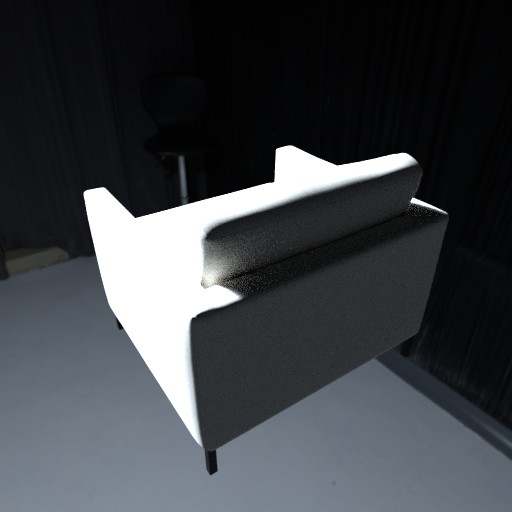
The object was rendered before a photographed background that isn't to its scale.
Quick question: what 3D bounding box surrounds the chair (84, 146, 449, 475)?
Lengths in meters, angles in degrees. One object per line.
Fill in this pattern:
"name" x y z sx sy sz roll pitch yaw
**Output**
"chair" 0.000 0.000 1.621 0.964 0.806 0.875 -20 37 -29
